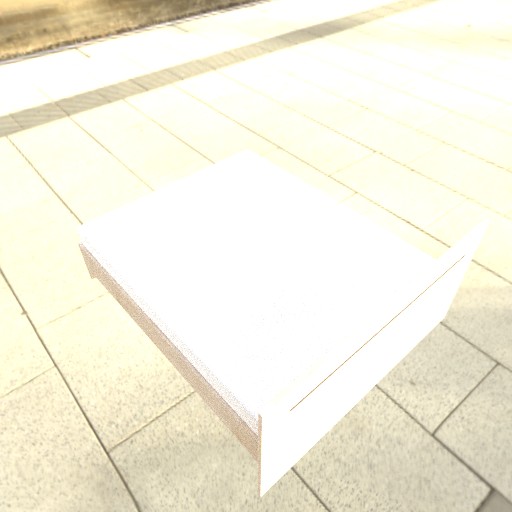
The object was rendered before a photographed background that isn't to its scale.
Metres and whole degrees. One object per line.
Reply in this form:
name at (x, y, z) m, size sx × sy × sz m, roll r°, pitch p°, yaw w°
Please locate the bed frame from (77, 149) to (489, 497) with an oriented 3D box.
bed frame at (0.000, 0.000, 3.027) m, size 1.800 × 0.900 × 2.080 m, roll -32°, pitch 52°, yaw -29°
